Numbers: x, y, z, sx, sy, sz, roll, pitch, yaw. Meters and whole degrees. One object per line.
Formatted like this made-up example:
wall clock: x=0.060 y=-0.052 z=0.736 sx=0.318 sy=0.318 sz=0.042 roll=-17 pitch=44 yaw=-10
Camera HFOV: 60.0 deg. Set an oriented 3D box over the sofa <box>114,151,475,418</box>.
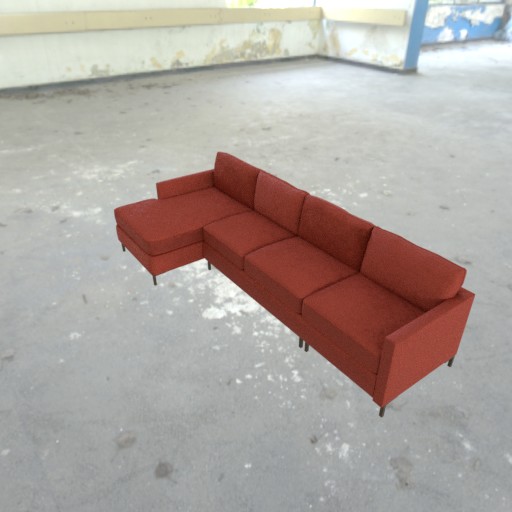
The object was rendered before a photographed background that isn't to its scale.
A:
sofa: x=0.000 y=0.000 z=4.139 sx=1.500 sy=0.967 sz=3.400 roll=-21 pitch=37 yaw=-30
